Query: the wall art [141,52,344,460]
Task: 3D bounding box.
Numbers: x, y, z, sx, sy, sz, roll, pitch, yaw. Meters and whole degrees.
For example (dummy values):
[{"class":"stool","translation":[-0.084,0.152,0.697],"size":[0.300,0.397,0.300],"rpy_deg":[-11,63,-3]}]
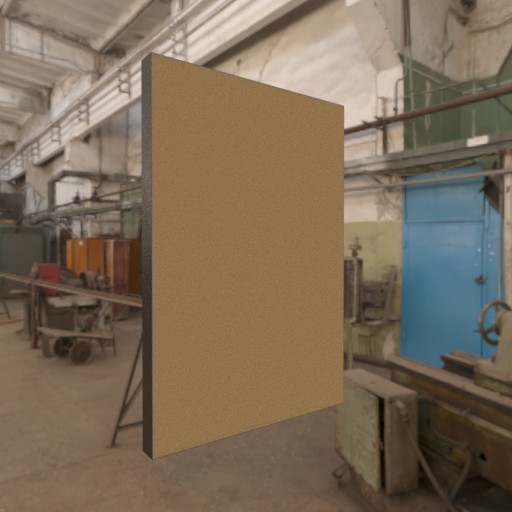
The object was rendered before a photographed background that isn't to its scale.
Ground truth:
[{"class":"wall art","translation":[0.000,0.000,0.601],"size":[0.313,0.457,0.031],"rpy_deg":[-1,1,-36]}]
